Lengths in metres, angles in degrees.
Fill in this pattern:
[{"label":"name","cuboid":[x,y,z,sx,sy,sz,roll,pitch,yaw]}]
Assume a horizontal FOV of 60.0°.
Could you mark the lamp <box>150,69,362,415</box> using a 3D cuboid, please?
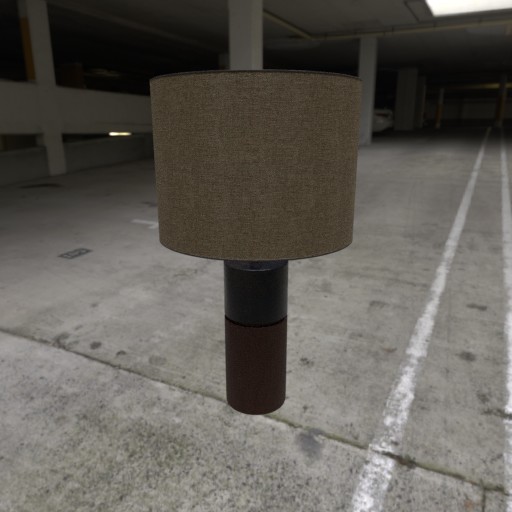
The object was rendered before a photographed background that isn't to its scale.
[{"label":"lamp","cuboid":[0.000,0.000,0.479,0.202,0.350,0.202,0,16,0]}]
